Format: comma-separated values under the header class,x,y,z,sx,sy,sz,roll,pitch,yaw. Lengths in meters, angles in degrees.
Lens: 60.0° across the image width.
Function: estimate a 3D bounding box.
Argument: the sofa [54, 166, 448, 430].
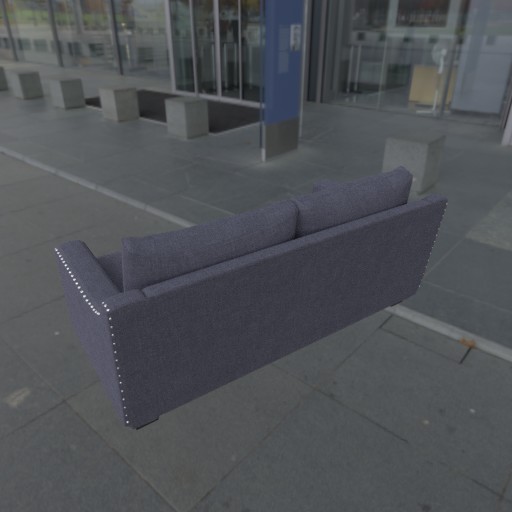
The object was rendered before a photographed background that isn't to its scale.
class,x,y,z,sx,sy,sz,roll,pitch,yaw
sofa,0.000,0.000,3.316,2.550,1.196,1.336,-18,33,-30
